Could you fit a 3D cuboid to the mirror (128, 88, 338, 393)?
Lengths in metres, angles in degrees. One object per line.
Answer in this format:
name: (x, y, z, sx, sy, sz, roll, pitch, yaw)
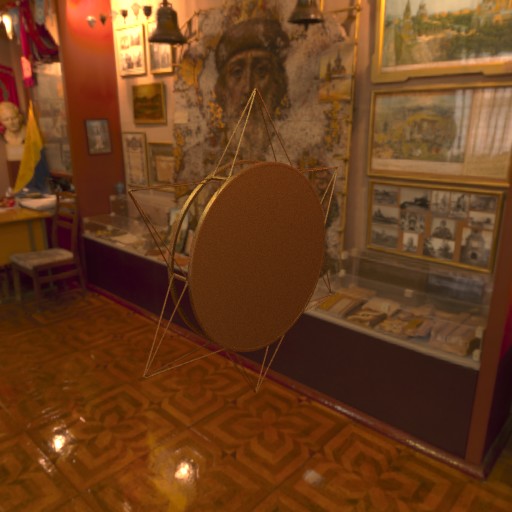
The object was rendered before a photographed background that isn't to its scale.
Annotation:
mirror: (0.000, 0.000, 0.819, 0.062, 0.581, 0.498, 16, 23, 42)
